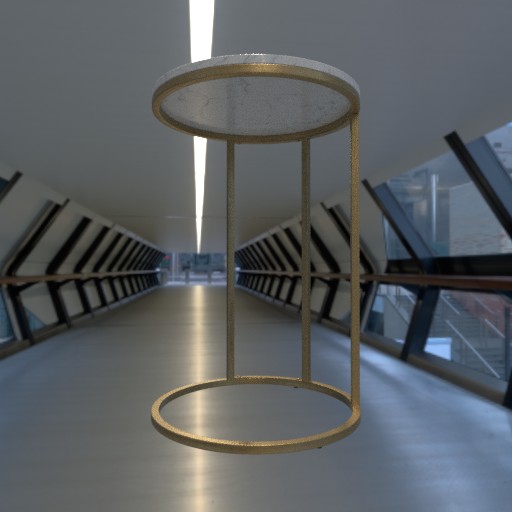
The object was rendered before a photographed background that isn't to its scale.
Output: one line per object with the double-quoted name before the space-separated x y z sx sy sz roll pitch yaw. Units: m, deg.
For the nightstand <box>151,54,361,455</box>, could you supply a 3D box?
"nightstand" 0.000 0.000 0.871 0.400 0.610 0.400 -1 -1 37
